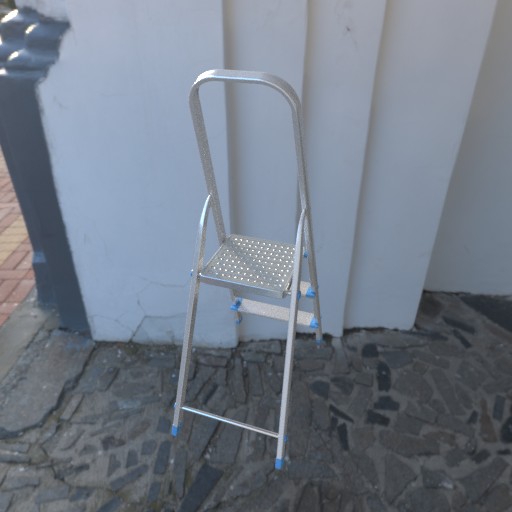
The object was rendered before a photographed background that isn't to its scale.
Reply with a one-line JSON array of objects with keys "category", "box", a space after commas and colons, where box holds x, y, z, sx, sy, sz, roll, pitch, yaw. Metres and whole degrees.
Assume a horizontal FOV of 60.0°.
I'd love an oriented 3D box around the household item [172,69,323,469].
[{"category": "household item", "box": [0.000, 0.000, 1.506, 0.420, 1.215, 0.687, 10, 34, 16]}]
